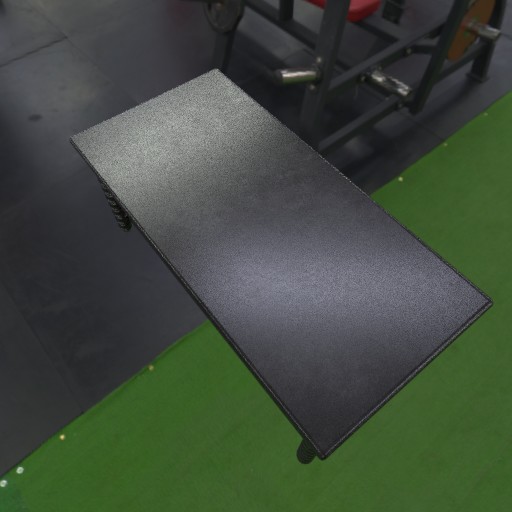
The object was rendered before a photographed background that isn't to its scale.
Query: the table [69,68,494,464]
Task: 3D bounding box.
[{"bbox_3d":[0.000,0.000,1.435,0.580,0.487,1.171,-34,64,-19],"label":"table"}]
